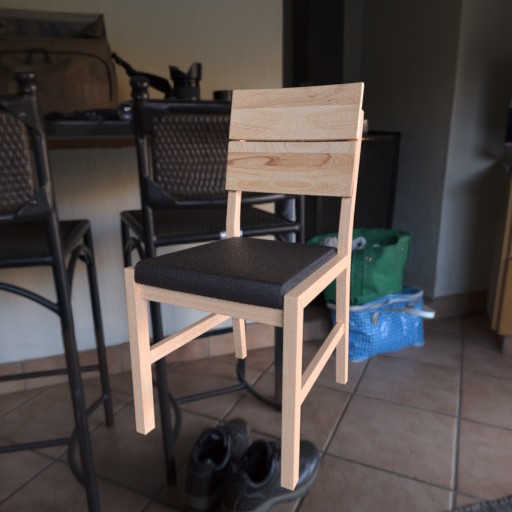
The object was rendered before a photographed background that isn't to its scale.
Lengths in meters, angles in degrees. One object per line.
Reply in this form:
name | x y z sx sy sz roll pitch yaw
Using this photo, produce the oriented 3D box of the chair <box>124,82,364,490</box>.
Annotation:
chair | 0.000 0.000 1.251 0.475 0.950 0.560 7 16 26
